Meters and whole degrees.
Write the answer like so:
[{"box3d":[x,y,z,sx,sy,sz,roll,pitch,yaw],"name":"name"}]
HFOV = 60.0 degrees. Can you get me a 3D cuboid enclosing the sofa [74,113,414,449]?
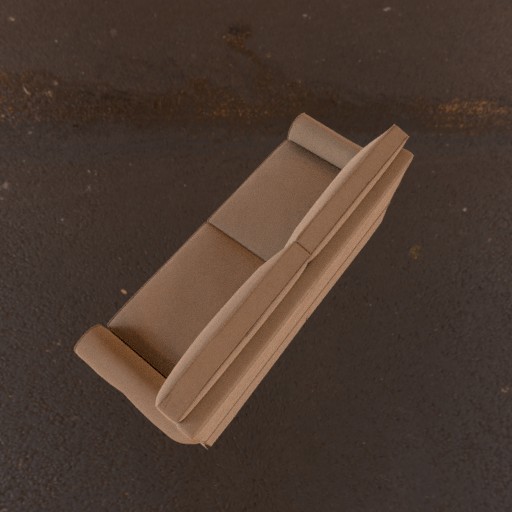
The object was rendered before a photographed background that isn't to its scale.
[{"box3d":[0.000,0.000,2.809,0.900,1.014,2.246,35,68,16],"name":"sofa"}]
